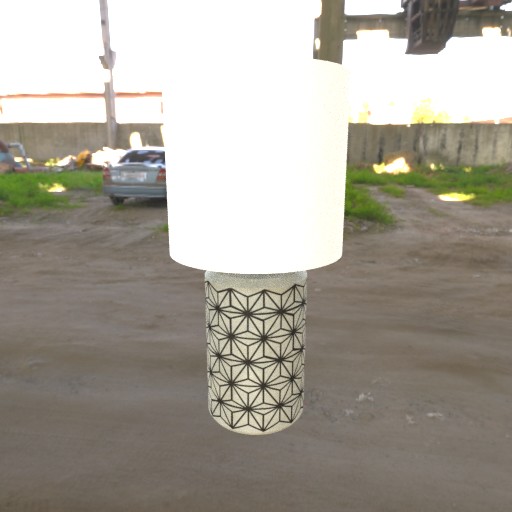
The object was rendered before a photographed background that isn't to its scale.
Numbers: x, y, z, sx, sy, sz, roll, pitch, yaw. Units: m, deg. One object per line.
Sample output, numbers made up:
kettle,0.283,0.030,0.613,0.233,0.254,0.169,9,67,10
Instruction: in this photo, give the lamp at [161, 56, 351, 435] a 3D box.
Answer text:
lamp,0.000,0.000,0.542,0.206,0.416,0.206,-7,16,-26
